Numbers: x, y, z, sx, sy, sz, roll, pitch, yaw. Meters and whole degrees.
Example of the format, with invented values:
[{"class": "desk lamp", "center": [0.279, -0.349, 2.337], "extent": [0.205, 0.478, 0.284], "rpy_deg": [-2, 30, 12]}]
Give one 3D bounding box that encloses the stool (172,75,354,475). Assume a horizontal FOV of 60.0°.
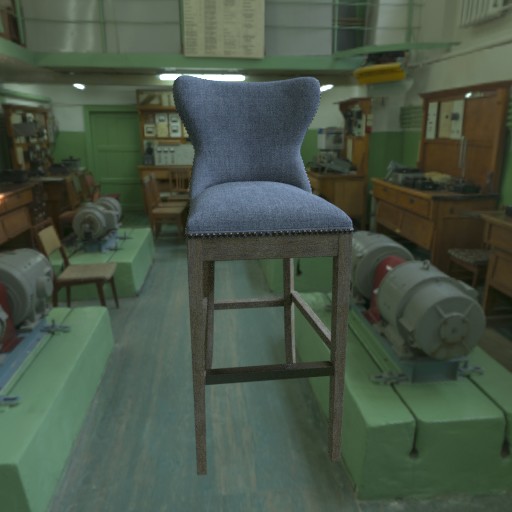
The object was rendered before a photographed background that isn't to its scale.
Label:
[{"class": "stool", "center": [0.000, 0.000, 1.428], "extent": [0.494, 1.123, 0.606], "rpy_deg": [-2, 16, -8]}]
